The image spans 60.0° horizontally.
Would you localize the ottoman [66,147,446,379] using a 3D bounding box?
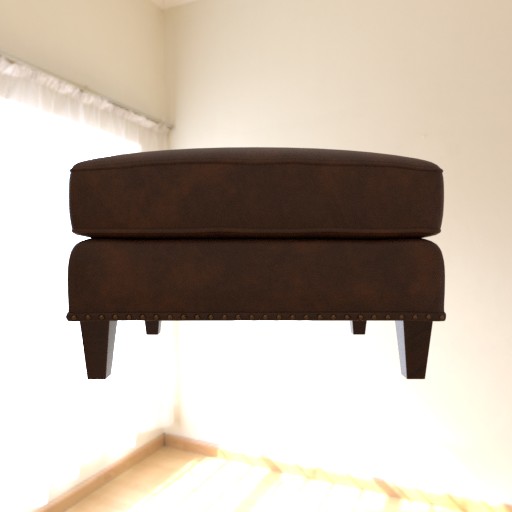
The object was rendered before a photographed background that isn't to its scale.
[{"bbox_3d":[0.000,0.000,1.134,0.742,0.486,0.586,0,0,0],"label":"ottoman"}]
